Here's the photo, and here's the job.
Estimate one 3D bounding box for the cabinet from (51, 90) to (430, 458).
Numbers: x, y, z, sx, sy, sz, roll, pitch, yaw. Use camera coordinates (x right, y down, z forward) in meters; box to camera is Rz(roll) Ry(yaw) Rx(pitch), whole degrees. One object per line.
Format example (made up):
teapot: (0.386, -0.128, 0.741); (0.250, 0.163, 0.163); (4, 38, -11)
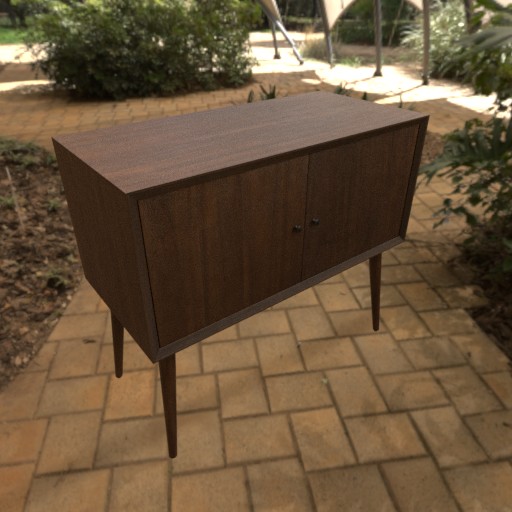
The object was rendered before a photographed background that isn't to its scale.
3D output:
cabinet: (0.000, 0.000, 1.116); (0.743, 0.654, 0.354); (-22, 38, -32)
